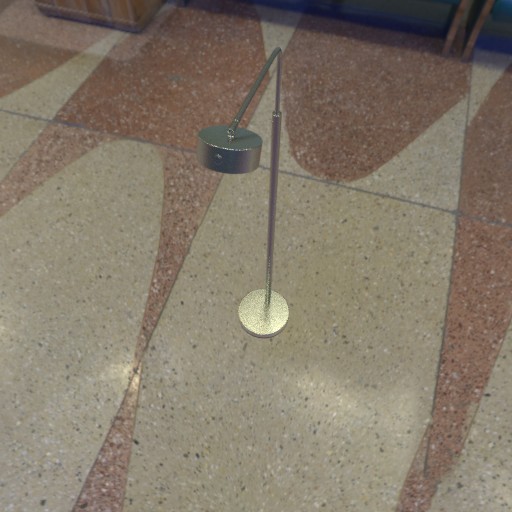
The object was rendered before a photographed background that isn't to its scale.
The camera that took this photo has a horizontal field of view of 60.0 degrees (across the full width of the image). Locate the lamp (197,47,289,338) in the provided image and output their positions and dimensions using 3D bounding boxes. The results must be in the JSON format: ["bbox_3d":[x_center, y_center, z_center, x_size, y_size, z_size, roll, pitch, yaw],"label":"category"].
[{"bbox_3d":[0.000,0.000,1.383,0.222,1.250,0.421,17,59,10],"label":"lamp"}]
